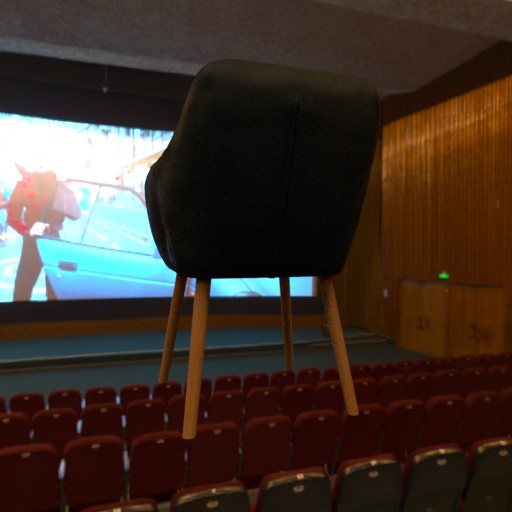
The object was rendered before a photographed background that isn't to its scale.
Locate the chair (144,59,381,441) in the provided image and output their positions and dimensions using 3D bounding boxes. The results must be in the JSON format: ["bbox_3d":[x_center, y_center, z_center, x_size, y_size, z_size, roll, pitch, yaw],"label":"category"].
[{"bbox_3d":[0.000,0.000,1.220,0.578,0.826,0.573,0,1,-19],"label":"chair"}]
